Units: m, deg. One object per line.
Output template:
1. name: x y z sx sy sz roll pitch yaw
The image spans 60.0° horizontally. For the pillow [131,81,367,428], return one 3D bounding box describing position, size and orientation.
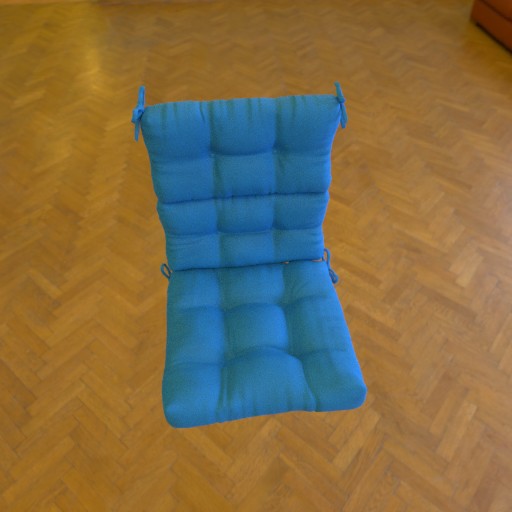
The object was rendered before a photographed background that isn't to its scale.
1. pillow: 0.000 0.000 1.044 0.519 0.605 0.571 -5 47 -4
